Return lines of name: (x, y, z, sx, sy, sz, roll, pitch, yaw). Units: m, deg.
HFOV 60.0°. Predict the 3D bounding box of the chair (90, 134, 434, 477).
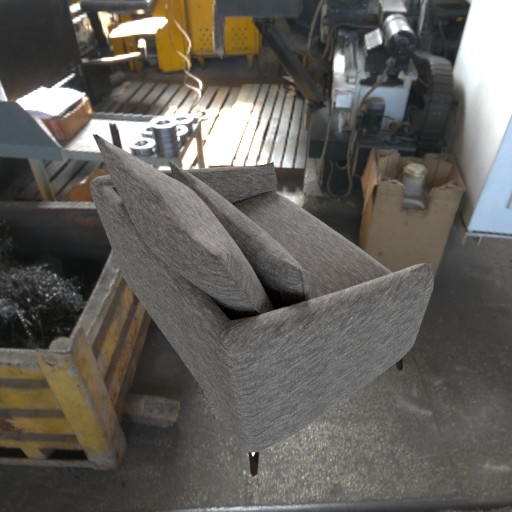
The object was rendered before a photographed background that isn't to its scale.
chair: (0.000, 0.000, 1.589, 0.805, 0.842, 1.004, -24, 45, -27)
